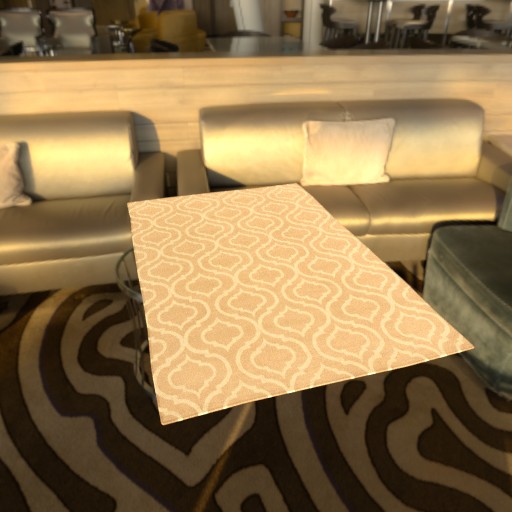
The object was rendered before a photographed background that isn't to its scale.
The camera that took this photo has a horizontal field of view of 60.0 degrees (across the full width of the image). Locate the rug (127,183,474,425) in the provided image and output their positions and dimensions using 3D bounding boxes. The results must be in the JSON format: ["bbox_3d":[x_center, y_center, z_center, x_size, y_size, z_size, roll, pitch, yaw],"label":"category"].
[{"bbox_3d":[0.000,0.000,2.200,1.152,0.013,1.761,-9,31,-15],"label":"rug"}]
